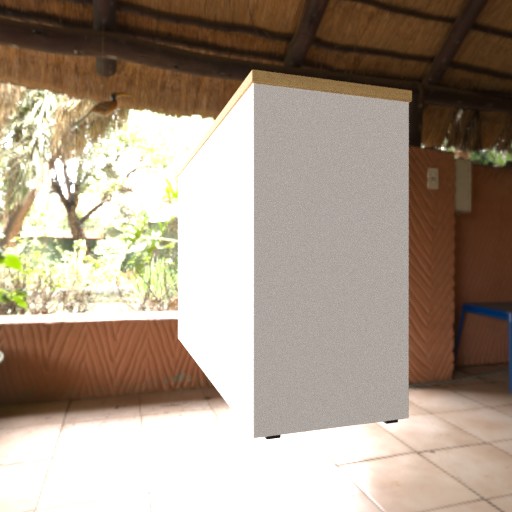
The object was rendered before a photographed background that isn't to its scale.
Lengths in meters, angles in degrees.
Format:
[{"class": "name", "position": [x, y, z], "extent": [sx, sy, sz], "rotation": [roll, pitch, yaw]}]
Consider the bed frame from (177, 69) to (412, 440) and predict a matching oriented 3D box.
[{"class": "bed frame", "position": [0.000, 0.000, 1.691], "extent": [0.430, 0.850, 1.300], "rotation": [0, 0, -18]}]
